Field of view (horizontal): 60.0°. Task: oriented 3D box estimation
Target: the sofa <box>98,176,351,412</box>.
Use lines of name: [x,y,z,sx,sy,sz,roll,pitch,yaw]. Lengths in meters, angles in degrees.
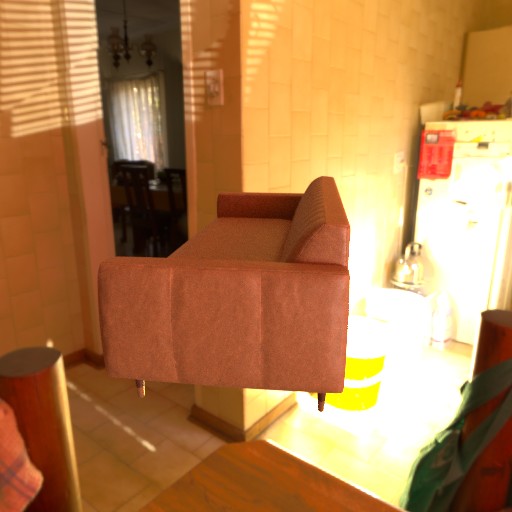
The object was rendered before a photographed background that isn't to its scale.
sofa: [0.000,0.000,2.747,0.990,0.821,2.291,2,15,8]
